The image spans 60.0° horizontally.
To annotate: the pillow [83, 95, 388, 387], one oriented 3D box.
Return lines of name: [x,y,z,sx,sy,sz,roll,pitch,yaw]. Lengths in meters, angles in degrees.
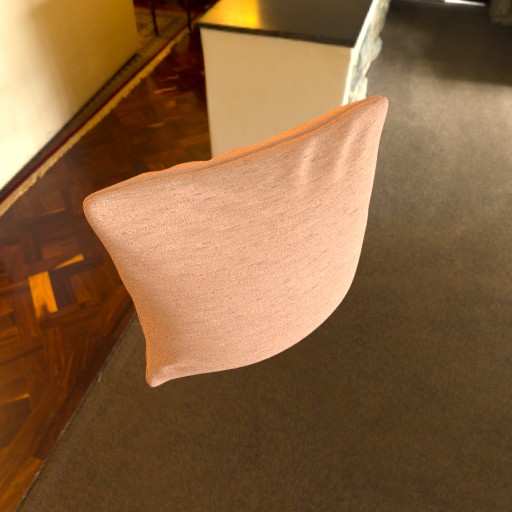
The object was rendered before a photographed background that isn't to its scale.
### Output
pillow: [0.000,0.000,0.685,0.432,0.415,0.246,-25,52,-21]
